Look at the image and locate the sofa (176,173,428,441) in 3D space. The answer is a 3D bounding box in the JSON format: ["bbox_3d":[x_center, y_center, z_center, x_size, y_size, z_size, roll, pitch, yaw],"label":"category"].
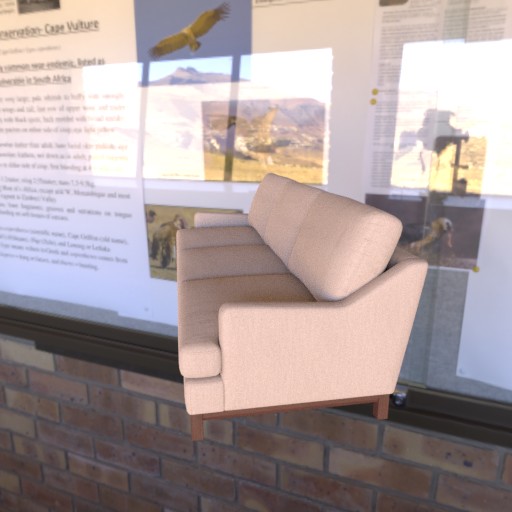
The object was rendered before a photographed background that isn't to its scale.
[{"bbox_3d":[0.000,0.000,2.825,1.000,0.913,2.321,-3,15,-10],"label":"sofa"}]
